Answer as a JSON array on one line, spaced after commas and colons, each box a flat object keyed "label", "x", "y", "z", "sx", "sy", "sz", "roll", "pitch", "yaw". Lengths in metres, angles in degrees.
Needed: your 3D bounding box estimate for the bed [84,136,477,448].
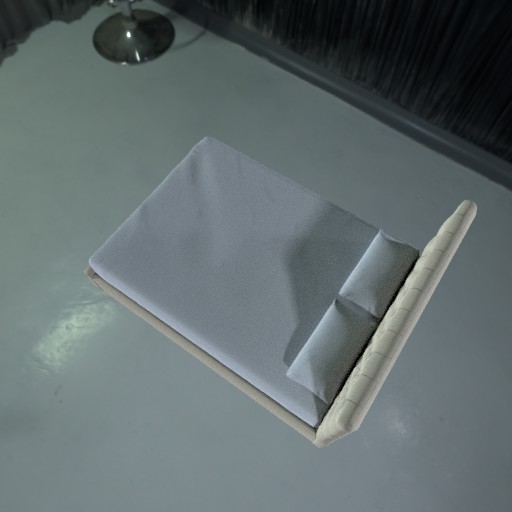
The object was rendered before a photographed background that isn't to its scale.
[{"label": "bed", "x": 0.000, "y": 0.000, "z": 3.479, "sx": 2.387, "sy": 1.427, "sz": 1.698, "roll": 32, "pitch": 68, "yaw": 15}]
